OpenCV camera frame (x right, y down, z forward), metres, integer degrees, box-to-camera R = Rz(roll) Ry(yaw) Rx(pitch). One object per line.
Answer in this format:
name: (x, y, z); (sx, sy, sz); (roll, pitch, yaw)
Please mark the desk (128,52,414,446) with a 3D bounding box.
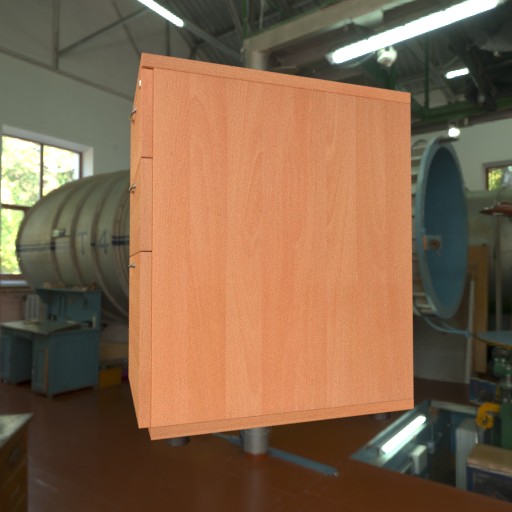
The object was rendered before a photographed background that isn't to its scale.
desk: (0.000, 0.000, 1.084); (0.600, 0.730, 0.404); (1, -2, -19)
